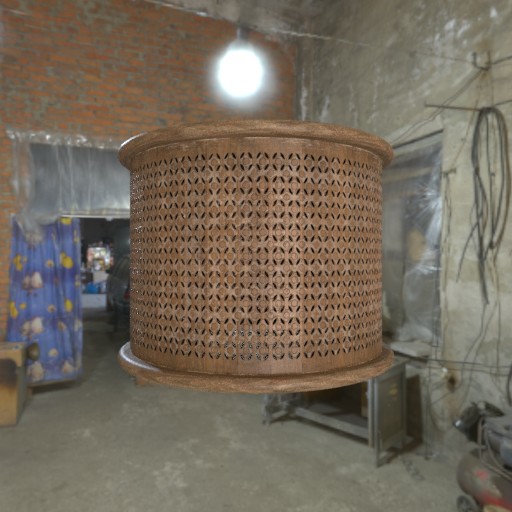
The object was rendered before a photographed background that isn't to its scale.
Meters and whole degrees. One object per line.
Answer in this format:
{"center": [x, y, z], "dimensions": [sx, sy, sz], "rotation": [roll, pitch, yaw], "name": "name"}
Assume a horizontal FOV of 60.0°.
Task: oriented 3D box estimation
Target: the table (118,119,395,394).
{"center": [0.000, 0.000, 1.019], "dimensions": [0.607, 0.450, 0.607], "rotation": [0, 0, 0], "name": "table"}
